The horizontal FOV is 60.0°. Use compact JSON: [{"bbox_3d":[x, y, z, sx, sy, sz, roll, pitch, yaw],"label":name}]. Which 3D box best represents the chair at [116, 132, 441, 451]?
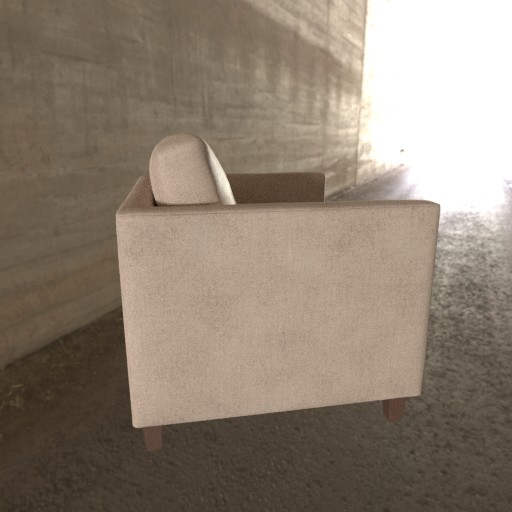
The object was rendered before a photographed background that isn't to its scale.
[{"bbox_3d":[0.000,0.000,1.791,0.959,0.961,1.133,-3,16,-10],"label":"chair"}]
